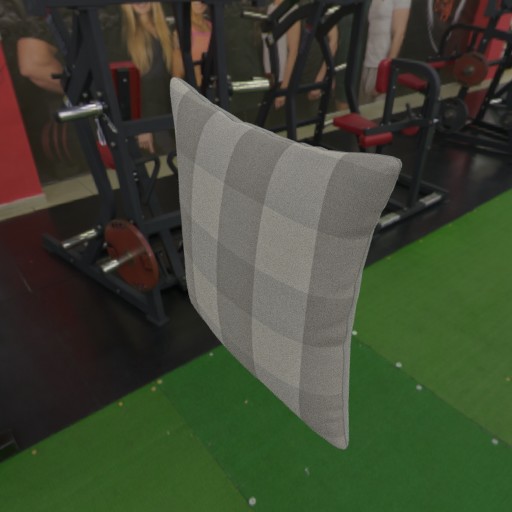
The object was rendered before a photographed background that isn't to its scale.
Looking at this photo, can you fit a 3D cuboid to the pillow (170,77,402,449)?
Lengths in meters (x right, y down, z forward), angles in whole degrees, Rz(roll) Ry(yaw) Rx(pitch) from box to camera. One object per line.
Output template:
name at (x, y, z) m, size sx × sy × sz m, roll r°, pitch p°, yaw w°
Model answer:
pillow at (0.000, 0.000, 0.772) m, size 0.161 × 0.509 × 0.511 m, roll -22°, pitch 39°, yaw -30°
